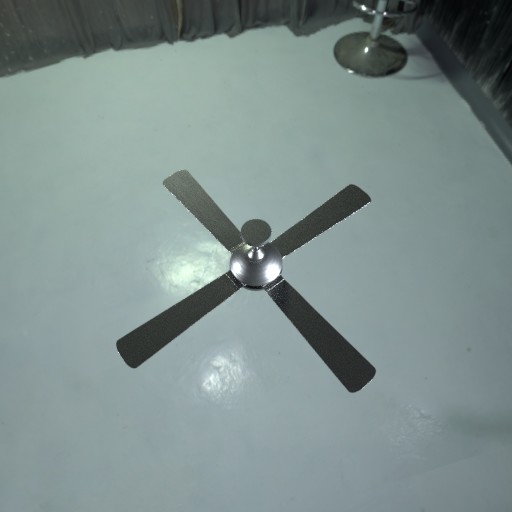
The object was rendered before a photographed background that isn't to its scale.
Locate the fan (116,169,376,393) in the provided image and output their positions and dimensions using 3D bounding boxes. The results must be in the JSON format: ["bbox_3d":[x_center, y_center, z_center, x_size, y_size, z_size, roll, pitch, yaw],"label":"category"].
[{"bbox_3d":[0.000,0.000,1.942,1.321,0.381,1.321,-15,60,-9],"label":"fan"}]
